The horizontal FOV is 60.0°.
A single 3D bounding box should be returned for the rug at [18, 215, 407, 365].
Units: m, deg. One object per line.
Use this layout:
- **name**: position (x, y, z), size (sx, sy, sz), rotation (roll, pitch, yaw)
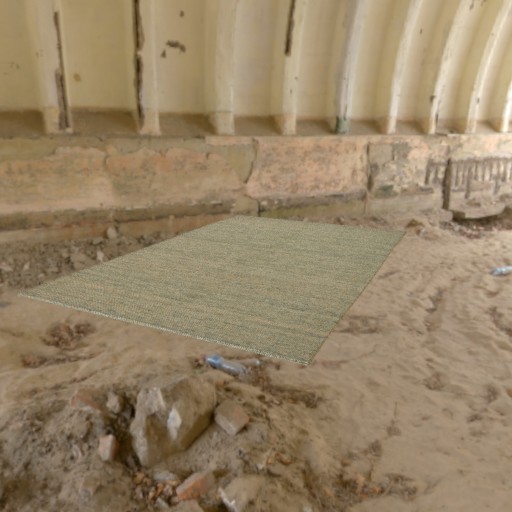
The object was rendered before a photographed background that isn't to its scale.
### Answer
- **rug**: position (0.000, 0.000, 2.871), size (1.547, 0.013, 2.283), rotation (8, 18, 25)
